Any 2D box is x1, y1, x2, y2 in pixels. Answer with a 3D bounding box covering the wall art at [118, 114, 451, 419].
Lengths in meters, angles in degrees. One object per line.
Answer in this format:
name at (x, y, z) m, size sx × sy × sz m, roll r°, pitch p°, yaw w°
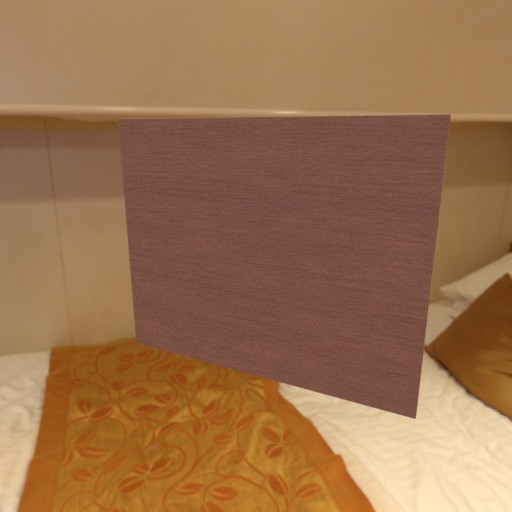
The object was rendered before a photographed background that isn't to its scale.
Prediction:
wall art at (0.000, 0.000, 0.682) m, size 0.508 × 0.408 × 0.010 m, roll 8°, pitch 18°, yaw 26°
